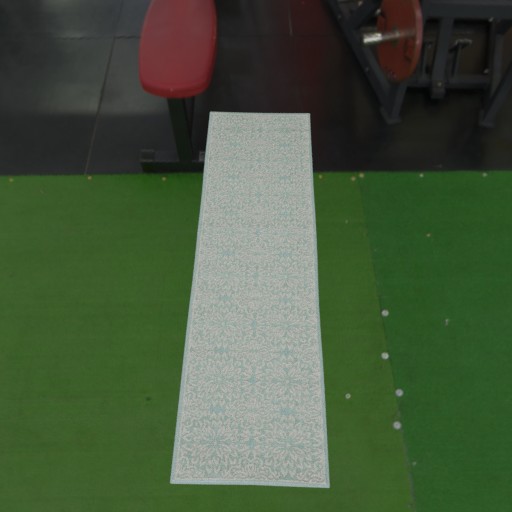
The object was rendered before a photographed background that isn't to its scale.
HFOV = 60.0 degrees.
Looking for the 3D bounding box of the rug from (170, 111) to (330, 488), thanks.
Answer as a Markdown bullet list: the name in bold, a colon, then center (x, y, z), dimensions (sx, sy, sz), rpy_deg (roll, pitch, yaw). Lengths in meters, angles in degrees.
- **rug**: center (0.000, 0.000, 2.382), dimensions (0.662, 0.011, 2.196), rpy_deg (1, 60, 1)
